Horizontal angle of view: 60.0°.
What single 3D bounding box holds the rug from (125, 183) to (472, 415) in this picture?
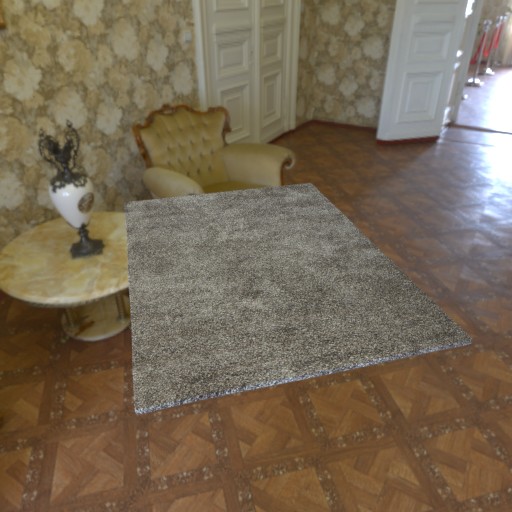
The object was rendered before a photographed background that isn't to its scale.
[{"bbox_3d":[0.000,0.000,2.138,1.198,0.025,1.601,-8,32,-13],"label":"rug"}]
